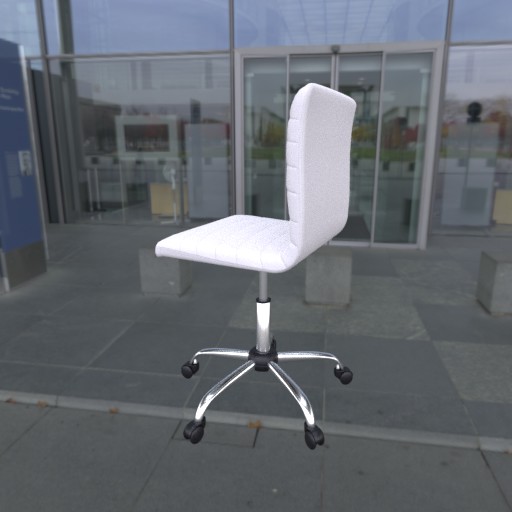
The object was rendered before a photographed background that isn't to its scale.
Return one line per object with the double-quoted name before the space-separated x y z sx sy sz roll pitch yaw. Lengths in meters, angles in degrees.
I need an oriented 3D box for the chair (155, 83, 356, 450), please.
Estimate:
"chair" 0.000 0.000 1.086 0.455 0.750 0.520 6 16 23
